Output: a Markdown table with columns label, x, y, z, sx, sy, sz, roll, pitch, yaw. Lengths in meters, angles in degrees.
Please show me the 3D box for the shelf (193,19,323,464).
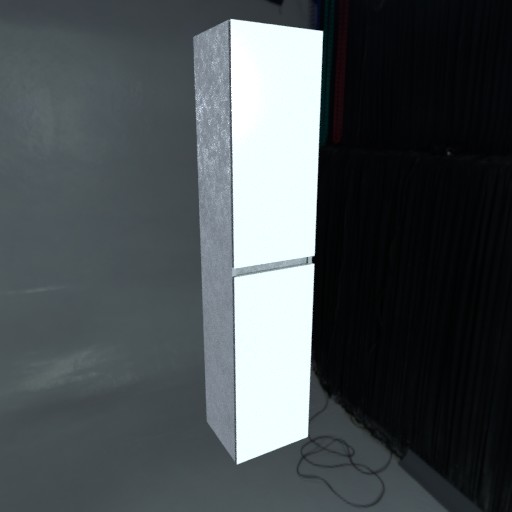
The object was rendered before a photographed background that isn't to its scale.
| label | x | y | z | sx | sy | sz | roll | pitch | yaw |
| --- | --- | --- | --- | --- | --- | --- | --- | --- | --- |
| shelf | 0.000 | 0.000 | 1.535 | 0.300 | 1.400 | 0.270 | -9 | 18 | -28 |
